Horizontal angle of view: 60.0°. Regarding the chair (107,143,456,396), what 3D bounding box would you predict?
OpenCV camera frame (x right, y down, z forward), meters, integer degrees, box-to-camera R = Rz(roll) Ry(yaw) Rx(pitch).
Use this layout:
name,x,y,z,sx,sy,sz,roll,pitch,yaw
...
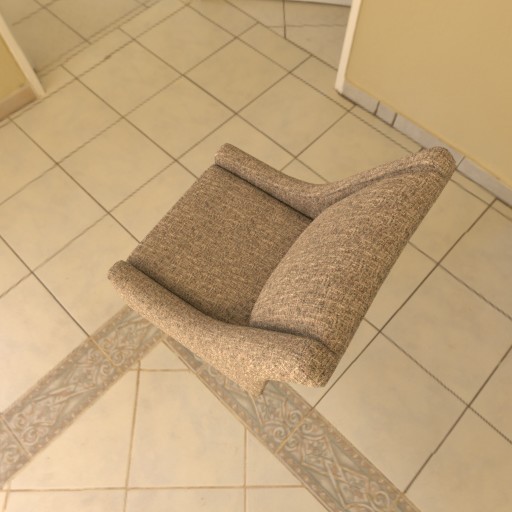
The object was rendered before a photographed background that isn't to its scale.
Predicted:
name,x,y,z,sx,sy,sz,roll,pitch,yaw
chair,0.000,0.000,1.637,0.870,1.014,0.774,32,68,14
